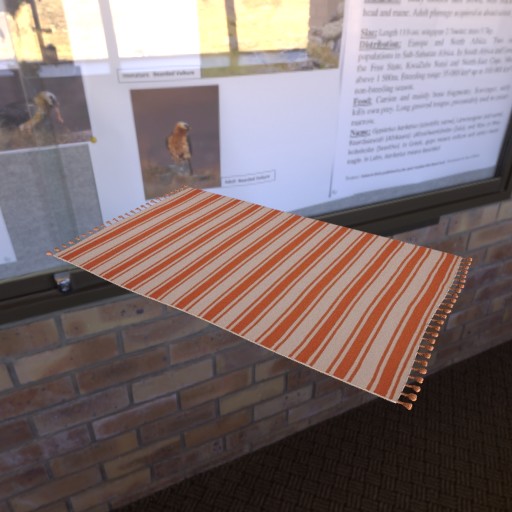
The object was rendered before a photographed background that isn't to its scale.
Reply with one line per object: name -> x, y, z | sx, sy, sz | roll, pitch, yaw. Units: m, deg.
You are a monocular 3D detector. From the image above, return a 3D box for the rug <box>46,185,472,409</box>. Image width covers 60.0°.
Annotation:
rug -> 0.000, 0.000, 2.493 | 2.092, 0.017, 1.232 | 18, 35, 27
